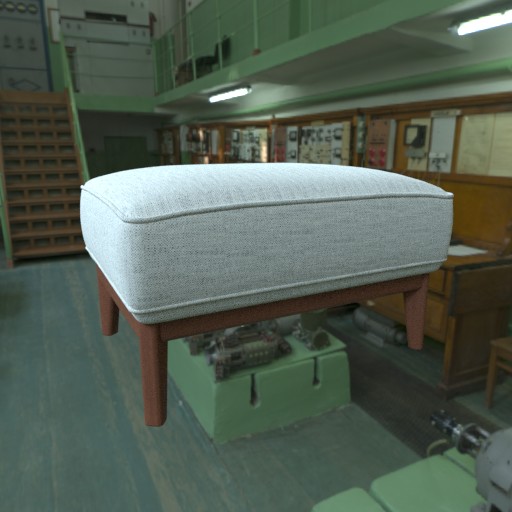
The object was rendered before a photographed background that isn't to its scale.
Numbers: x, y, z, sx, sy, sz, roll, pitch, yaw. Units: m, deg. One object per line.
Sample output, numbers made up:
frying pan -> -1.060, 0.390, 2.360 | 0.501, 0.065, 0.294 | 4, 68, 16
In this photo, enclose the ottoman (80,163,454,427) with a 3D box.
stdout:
ottoman -> 0.000, 0.000, 1.157 | 0.794, 0.465, 0.594 | -7, 16, -27
